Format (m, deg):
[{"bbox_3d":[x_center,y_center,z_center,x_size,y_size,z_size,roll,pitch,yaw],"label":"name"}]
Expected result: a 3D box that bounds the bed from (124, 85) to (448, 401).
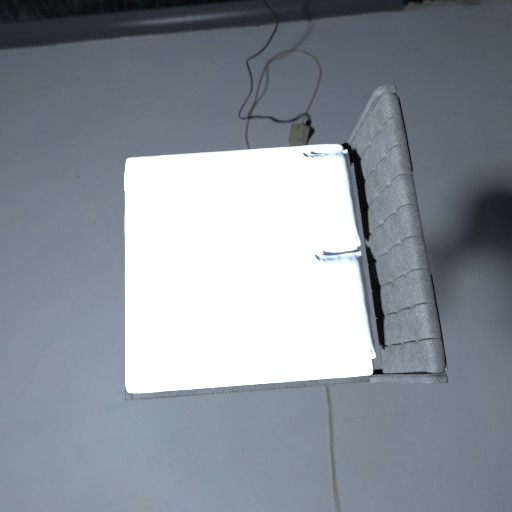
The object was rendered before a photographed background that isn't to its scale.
[{"bbox_3d":[0.000,0.000,2.596,1.638,0.933,1.531,-4,75,-1],"label":"bed"}]
